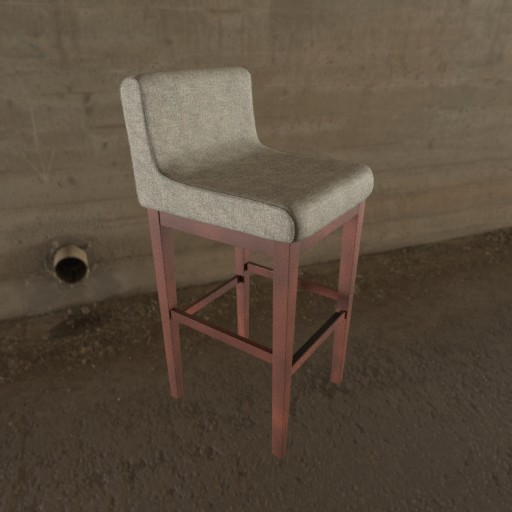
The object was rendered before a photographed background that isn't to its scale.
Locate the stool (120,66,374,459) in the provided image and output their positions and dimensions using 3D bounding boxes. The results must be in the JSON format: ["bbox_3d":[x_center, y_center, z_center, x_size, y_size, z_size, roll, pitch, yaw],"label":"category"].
[{"bbox_3d":[0.000,0.000,1.253,0.499,0.965,0.426,17,31,31],"label":"stool"}]
